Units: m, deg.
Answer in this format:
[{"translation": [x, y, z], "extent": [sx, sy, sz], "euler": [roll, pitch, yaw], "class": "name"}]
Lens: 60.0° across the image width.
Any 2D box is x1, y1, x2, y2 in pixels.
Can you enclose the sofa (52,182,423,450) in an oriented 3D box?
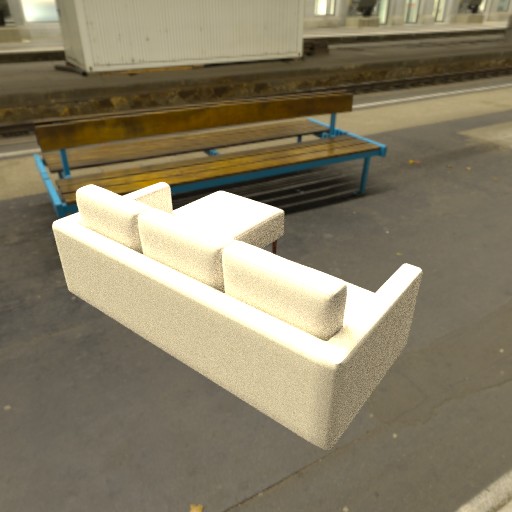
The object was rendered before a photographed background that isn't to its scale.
[{"translation": [0.000, 0.000, 2.857], "extent": [2.029, 0.899, 1.580], "euler": [22, 37, 32], "class": "sofa"}]
